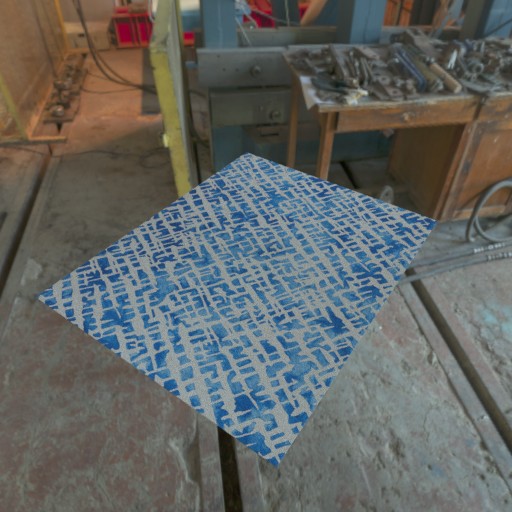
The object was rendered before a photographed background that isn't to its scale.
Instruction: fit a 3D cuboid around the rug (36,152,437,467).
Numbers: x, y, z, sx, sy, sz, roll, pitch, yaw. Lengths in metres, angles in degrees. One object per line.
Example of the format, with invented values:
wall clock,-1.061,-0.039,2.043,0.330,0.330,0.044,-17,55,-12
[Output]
rug,0.000,0.000,4.132,2.435,0.007,3.007,26,48,25
